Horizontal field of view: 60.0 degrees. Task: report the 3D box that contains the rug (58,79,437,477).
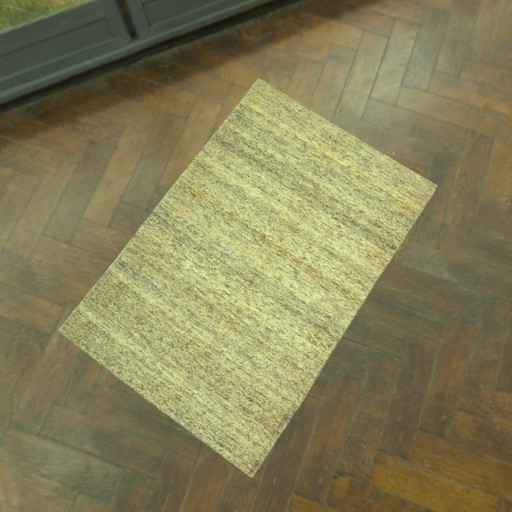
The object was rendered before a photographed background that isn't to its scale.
[{"bbox_3d":[0.000,0.000,2.410,1.243,0.014,1.846,34,78,8],"label":"rug"}]
